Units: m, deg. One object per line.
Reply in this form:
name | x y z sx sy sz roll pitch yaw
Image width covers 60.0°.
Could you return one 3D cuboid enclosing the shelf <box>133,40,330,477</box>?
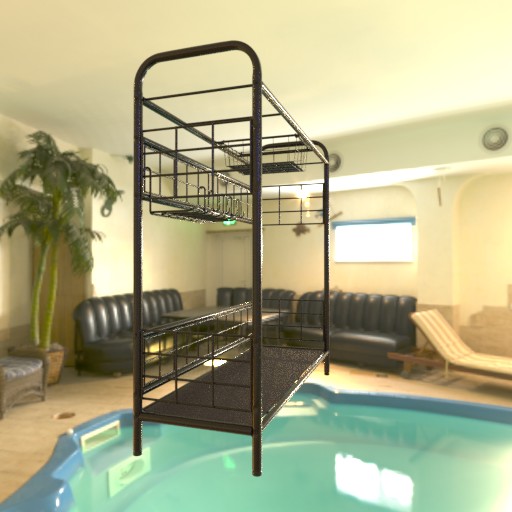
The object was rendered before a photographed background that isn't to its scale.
shelf | 0.000 0.000 1.533 0.350 1.026 0.961 0 0 19
